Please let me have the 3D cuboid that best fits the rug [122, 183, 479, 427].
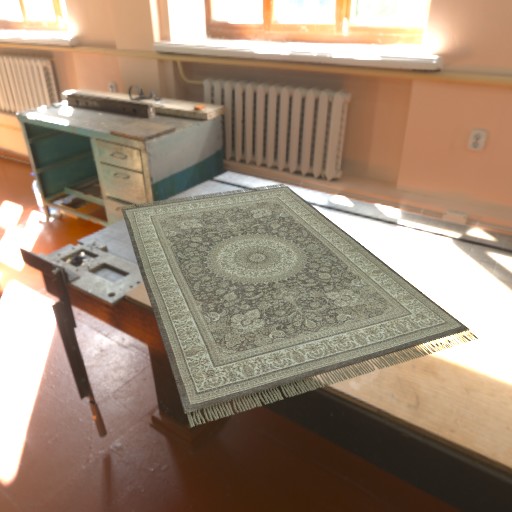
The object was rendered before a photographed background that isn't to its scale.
[{"bbox_3d":[0.000,0.000,4.222,2.143,0.015,3.422,-11,31,-18],"label":"rug"}]
